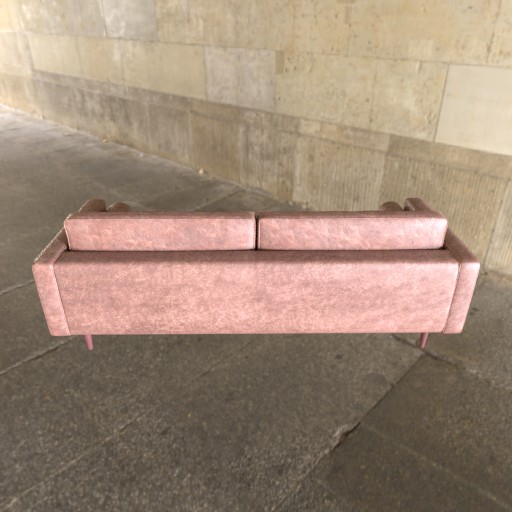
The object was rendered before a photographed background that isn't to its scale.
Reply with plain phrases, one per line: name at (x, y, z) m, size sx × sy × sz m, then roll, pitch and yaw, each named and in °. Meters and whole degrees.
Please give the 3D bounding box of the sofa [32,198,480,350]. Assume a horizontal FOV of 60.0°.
sofa at (0.000, 0.000, 2.634) m, size 2.210 × 0.762 × 0.914 m, roll 0°, pitch 29°, yaw 0°
